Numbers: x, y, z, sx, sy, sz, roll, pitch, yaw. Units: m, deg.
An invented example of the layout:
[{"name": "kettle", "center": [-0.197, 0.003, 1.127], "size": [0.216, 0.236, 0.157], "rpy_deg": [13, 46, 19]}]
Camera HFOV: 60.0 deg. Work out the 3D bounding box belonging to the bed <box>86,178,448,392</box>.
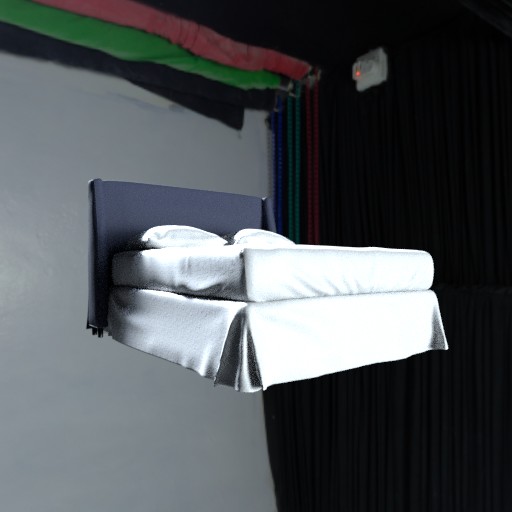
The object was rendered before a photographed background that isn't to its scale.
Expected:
[{"name": "bed", "center": [0.000, 0.000, 3.436], "size": [1.925, 1.332, 2.276], "rpy_deg": [1, -1, -37]}]
